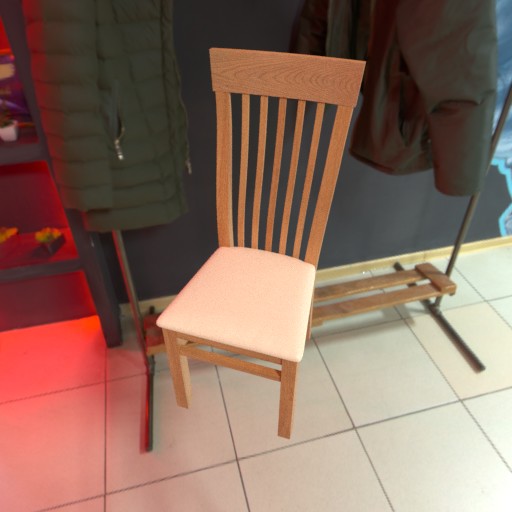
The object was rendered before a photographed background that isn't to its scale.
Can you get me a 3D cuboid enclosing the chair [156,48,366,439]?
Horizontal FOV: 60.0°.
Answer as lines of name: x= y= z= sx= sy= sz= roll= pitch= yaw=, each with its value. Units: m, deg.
chair: x=0.000 y=0.000 z=1.385 sx=0.450 sy=1.050 sz=0.580 roll=12 pitch=41 yaw=14
